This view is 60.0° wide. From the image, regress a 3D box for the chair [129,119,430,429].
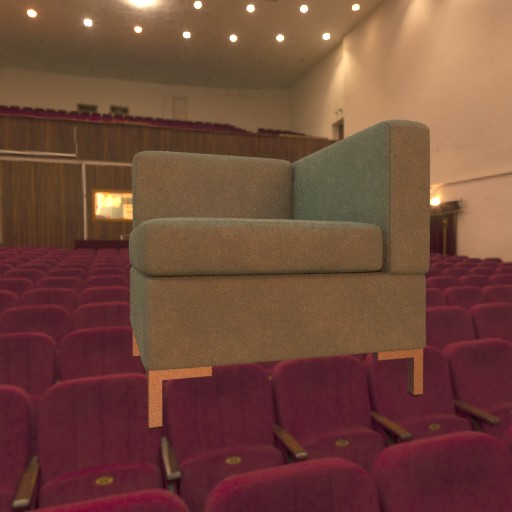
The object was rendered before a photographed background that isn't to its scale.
[{"bbox_3d":[0.000,0.000,1.241,0.680,0.660,0.680,0,1,-18],"label":"chair"}]
